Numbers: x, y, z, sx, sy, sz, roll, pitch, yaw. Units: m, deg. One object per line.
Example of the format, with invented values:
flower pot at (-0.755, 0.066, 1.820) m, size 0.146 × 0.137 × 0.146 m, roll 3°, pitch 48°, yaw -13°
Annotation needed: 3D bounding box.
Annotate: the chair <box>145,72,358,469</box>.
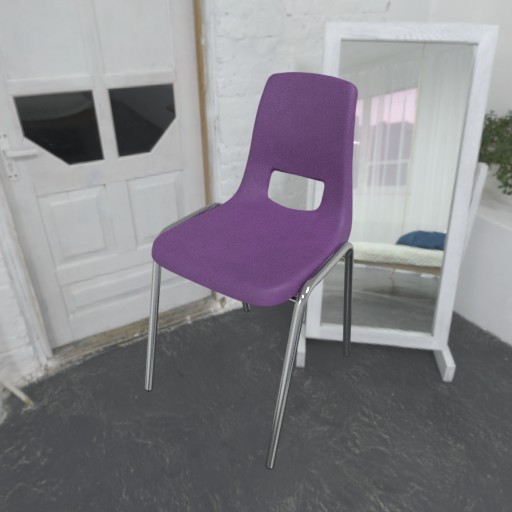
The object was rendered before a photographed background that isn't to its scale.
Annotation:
chair at (0.000, 0.000, 0.979) m, size 0.381 × 0.704 × 0.432 m, roll 20°, pitch 36°, yaw 29°
